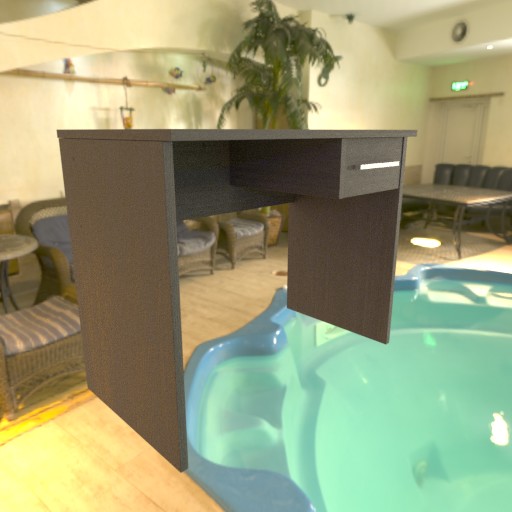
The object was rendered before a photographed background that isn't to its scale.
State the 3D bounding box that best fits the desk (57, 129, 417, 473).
[{"bbox_3d":[0.000,0.000,1.322,0.893,0.724,0.498,-15,22,-42],"label":"desk"}]
